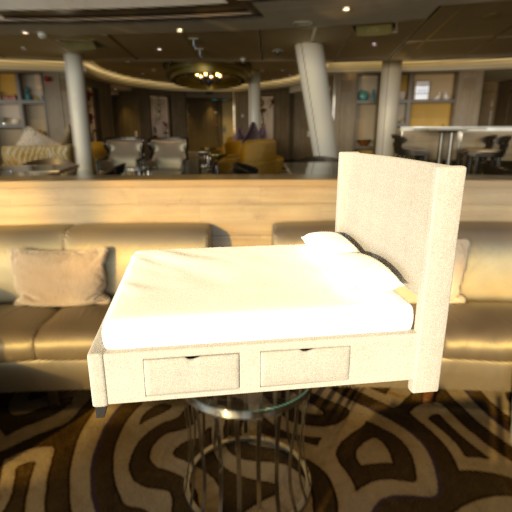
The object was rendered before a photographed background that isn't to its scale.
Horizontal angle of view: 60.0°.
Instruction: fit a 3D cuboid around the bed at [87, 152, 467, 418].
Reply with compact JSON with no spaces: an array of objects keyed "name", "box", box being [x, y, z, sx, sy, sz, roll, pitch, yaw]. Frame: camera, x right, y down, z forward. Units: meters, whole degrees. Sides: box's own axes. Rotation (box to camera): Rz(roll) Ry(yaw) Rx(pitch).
[{"name":"bed","box":[0.000,0.000,3.449,2.222,1.491,1.774,-2,16,-8]}]
